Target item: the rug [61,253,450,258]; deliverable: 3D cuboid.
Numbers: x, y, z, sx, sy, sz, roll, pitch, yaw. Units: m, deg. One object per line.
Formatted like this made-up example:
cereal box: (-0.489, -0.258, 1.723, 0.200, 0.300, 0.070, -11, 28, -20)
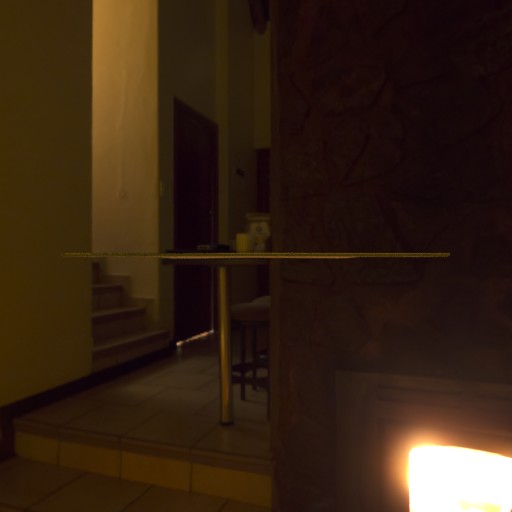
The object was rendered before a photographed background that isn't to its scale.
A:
rug: (0.000, 0.000, 2.181, 1.145, 0.021, 1.777, 0, 0, 0)
